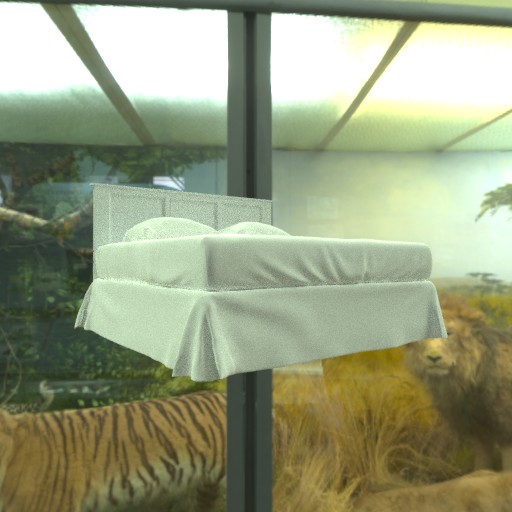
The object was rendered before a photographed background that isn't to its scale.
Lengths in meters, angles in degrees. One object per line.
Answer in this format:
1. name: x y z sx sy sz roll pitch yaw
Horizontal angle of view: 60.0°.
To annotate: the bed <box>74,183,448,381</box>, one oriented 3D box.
1. bed: 0.000 0.000 3.605 2.317 1.273 2.215 0 -1 -35
